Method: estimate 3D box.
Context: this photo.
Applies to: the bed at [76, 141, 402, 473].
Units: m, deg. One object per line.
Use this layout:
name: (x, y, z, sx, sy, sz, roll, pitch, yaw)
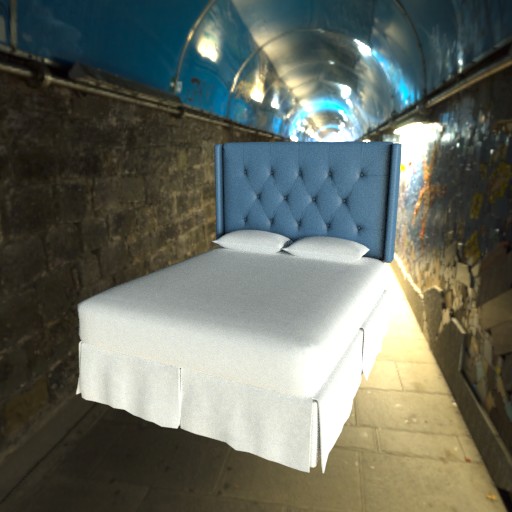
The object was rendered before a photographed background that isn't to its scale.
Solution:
bed: (0.000, 0.000, 3.270, 1.719, 1.665, 2.078, 6, 15, 25)
